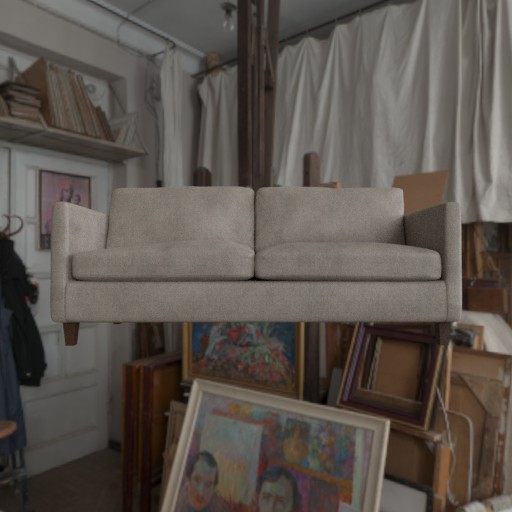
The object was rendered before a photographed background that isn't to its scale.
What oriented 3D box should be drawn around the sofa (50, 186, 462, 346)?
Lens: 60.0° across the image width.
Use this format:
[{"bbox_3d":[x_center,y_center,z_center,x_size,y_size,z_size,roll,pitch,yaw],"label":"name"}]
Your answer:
[{"bbox_3d":[0.000,0.000,2.792,2.208,0.965,0.951,0,-1,0],"label":"sofa"}]
